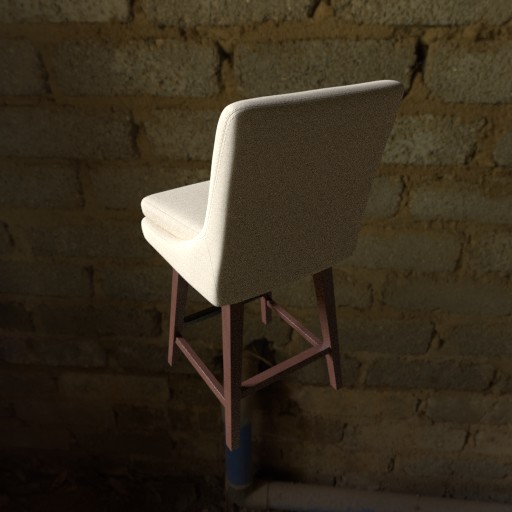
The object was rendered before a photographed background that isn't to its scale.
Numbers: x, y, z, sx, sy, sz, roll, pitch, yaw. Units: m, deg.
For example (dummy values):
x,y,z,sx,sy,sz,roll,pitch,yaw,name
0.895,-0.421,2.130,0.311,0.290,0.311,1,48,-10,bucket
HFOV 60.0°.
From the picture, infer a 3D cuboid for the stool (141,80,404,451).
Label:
x,y,z,sx,sy,sz,roll,pitch,yaw,name
0.000,0.000,1.278,0.483,0.991,0.559,-19,36,-29,stool
